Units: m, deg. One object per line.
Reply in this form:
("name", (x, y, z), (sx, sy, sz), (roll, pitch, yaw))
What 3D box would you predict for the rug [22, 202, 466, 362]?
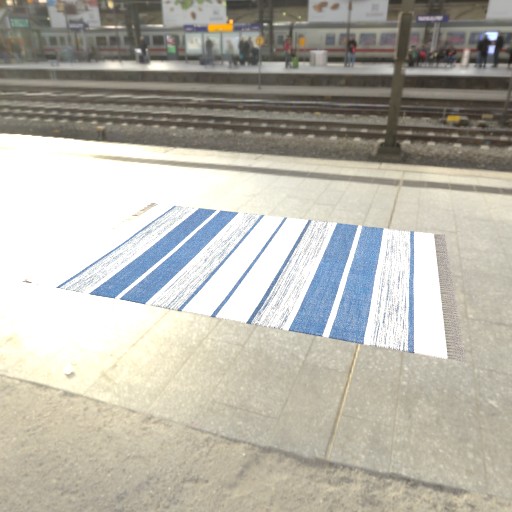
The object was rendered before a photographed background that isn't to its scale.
("rug", (0.000, 0.000, 2.947), (2.441, 0.010, 1.532), (8, 26, 16))
